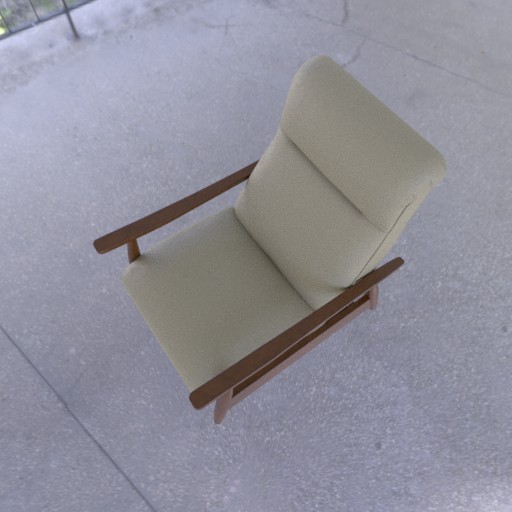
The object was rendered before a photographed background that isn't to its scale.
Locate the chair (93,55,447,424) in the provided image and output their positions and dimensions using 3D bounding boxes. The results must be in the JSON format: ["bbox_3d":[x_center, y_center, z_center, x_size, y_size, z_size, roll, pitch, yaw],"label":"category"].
[{"bbox_3d":[0.000,0.000,1.769,1.014,1.082,0.762,-32,67,-15],"label":"chair"}]
